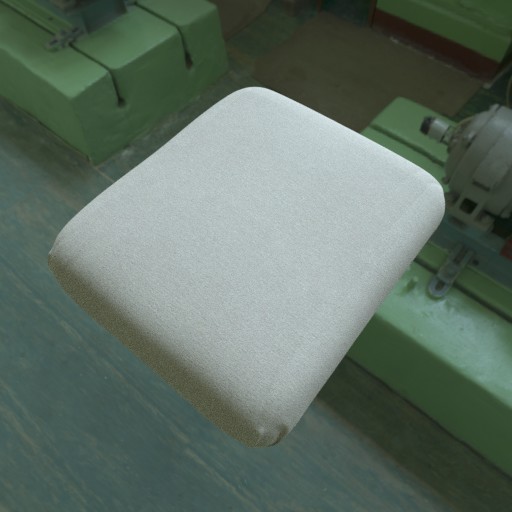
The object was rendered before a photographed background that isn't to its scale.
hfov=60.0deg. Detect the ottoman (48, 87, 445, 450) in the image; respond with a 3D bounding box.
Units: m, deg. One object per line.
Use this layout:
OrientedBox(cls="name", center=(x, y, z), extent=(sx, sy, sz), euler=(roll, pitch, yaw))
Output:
OrientedBox(cls="ottoman", center=(0.000, 0.000, 1.109), extent=(0.639, 0.450, 0.746), euler=(34, 65, 19))
